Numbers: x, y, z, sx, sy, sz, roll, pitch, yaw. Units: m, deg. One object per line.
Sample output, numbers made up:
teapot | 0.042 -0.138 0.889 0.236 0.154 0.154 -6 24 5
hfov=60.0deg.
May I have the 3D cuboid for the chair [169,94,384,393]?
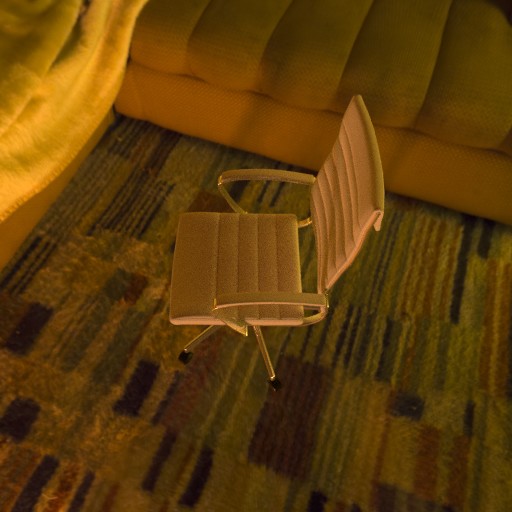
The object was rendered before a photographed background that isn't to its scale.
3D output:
chair | 0.000 0.000 1.706 0.739 1.149 0.766 0 59 0
